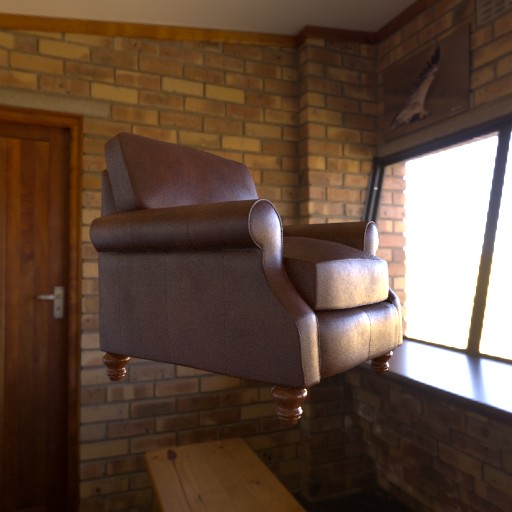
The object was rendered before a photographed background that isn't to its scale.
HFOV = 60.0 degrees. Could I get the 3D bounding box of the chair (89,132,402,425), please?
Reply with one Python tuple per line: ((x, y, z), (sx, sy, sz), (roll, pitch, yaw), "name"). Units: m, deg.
((0.000, 0.000, 1.792), (0.992, 0.972, 0.989), (-1, -1, 36), "chair")
